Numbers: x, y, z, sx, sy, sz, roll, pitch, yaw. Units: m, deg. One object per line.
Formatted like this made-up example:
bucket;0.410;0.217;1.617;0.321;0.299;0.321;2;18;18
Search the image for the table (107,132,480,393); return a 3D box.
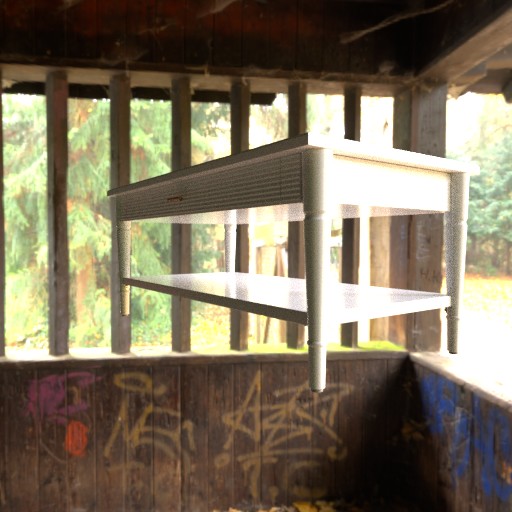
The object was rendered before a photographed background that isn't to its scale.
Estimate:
table;0.000;0.000;1.344;0.559;0.457;1.067;-1;2;-36
